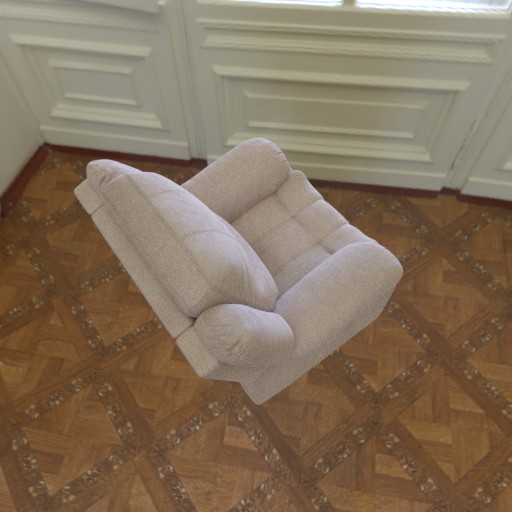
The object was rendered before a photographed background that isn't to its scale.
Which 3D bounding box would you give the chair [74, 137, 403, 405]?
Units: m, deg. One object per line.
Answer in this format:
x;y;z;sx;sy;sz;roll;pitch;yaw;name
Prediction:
0.000;0.000;1.765;0.944;1.008;0.899;-32;63;-18;chair
